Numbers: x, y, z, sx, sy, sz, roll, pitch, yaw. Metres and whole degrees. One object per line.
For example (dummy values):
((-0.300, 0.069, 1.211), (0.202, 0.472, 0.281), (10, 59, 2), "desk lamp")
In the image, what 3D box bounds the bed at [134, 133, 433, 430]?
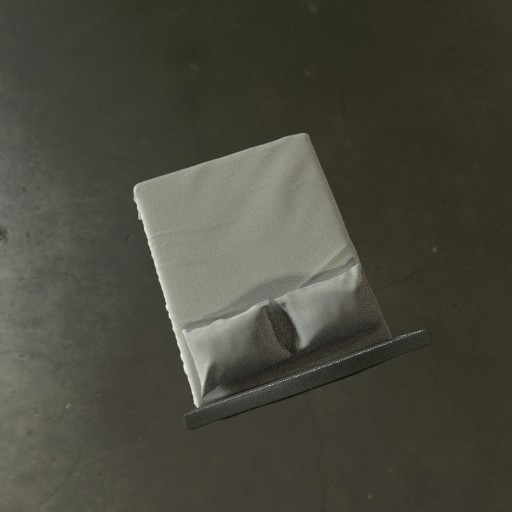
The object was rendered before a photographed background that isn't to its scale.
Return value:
((0.000, 0.000, 3.508), (1.876, 1.645, 2.221), (-18, 76, -5), "bed")
